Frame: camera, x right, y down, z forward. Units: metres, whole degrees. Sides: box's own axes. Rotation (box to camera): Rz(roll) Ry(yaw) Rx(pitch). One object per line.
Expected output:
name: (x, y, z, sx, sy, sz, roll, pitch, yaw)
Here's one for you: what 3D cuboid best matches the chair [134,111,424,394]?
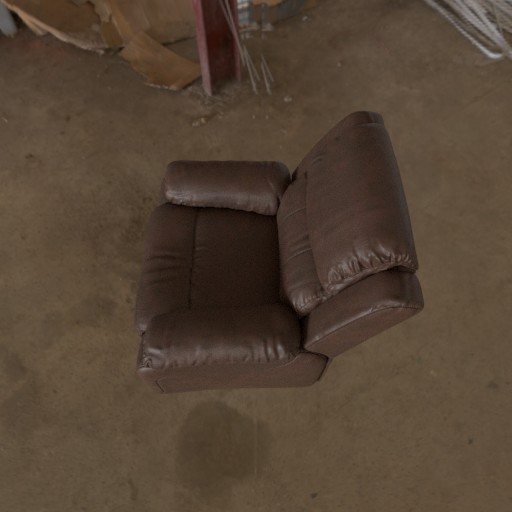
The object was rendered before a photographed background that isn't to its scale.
chair: (0.000, 0.000, 1.290, 0.707, 0.702, 0.680, 0, 59, 0)
